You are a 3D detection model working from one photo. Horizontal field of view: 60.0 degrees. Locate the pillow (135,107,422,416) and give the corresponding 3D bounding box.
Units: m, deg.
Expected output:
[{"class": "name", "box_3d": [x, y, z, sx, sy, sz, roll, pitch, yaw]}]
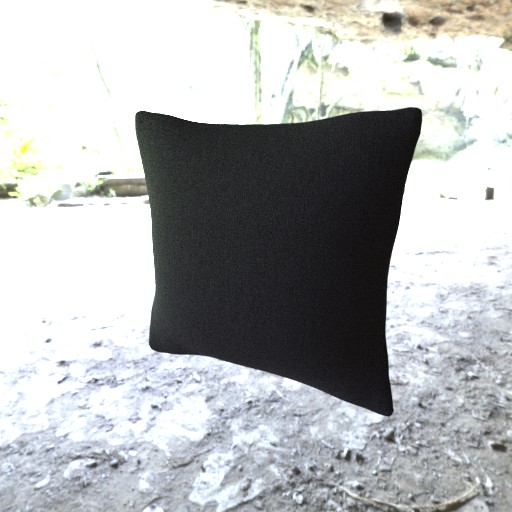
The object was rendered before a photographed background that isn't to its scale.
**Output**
[{"class": "pillow", "box_3d": [0.000, 0.000, 0.662, 0.437, 0.419, 0.136, 8, 19, 26]}]
